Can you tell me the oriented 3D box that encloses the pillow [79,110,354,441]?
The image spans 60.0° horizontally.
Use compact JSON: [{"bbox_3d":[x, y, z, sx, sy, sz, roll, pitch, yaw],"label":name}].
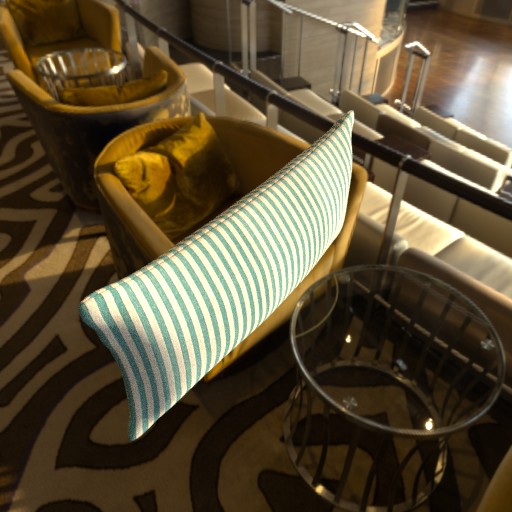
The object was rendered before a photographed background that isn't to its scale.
[{"bbox_3d":[0.000,0.000,0.739,0.151,0.295,0.617,26,47,27],"label":"pillow"}]
